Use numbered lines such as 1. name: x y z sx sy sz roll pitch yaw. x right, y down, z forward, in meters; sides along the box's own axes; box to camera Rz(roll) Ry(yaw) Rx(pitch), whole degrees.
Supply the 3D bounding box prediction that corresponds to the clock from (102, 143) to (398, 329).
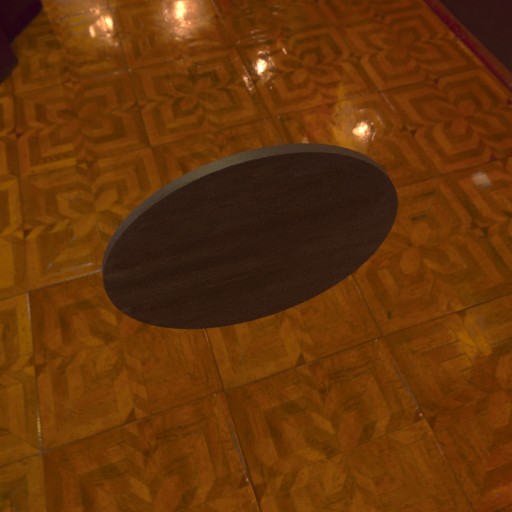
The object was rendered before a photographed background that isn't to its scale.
1. clock: 0.000 0.000 0.903 0.595 0.595 0.029 -14 60 -8
